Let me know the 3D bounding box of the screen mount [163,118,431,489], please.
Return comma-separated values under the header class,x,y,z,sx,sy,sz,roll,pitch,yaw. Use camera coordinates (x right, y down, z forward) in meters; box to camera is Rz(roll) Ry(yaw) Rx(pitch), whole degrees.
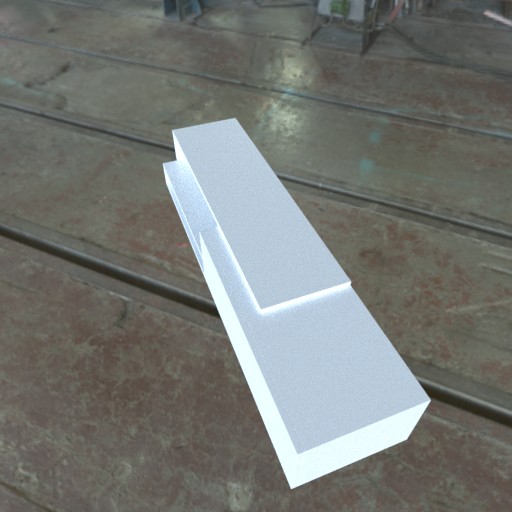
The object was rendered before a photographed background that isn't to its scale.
class,x,y,z,sx,sy,sz,roll,pitch,yaw
screen mount,0.000,0.000,1.857,0.420,0.320,1.680,-16,48,-15
